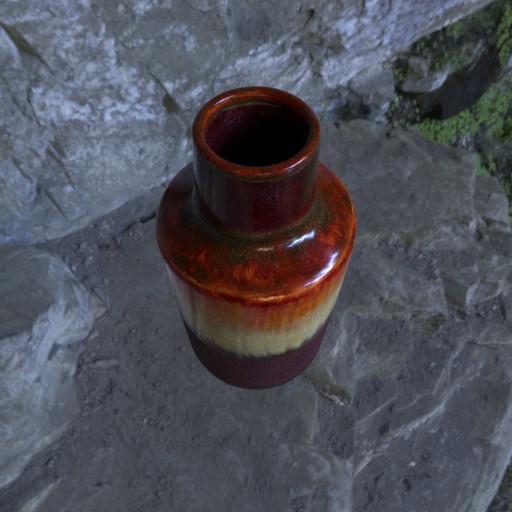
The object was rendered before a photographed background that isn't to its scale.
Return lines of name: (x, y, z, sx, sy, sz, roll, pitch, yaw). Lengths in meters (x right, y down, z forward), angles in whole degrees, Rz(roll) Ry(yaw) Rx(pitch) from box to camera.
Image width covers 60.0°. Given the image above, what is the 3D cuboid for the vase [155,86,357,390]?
vase: (0.000, 0.000, 0.270, 0.108, 0.204, 0.108, 0, 58, 0)
